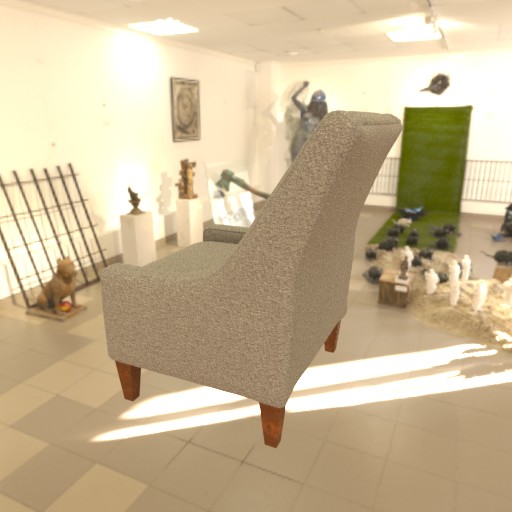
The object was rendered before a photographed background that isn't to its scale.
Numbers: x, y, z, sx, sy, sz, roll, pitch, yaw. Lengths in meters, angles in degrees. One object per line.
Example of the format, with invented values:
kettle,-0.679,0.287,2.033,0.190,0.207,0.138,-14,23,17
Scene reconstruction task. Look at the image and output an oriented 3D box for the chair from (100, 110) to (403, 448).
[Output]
chair,0.000,0.000,1.648,0.870,1.016,0.774,8,19,24
